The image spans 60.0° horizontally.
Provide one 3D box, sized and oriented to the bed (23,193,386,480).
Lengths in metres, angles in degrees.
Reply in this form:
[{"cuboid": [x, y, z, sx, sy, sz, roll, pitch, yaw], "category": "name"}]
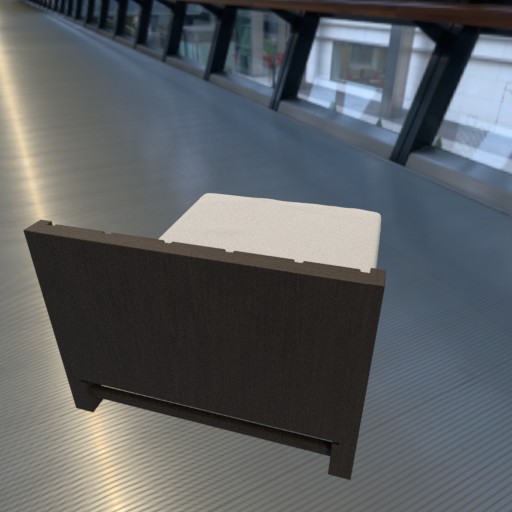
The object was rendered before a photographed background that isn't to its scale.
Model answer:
[{"cuboid": [0.000, 0.000, 3.216, 1.727, 1.270, 2.242, 8, 31, 14], "category": "bed"}]
